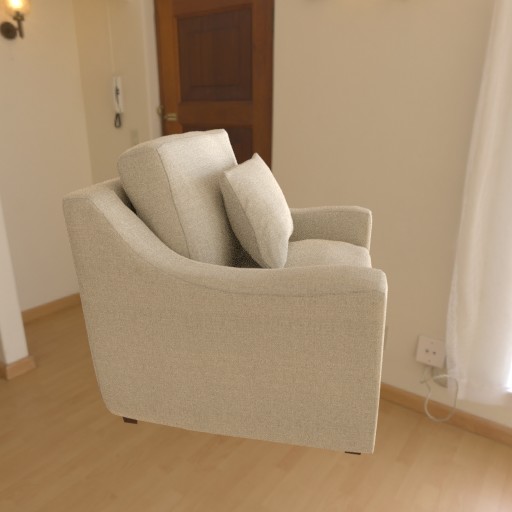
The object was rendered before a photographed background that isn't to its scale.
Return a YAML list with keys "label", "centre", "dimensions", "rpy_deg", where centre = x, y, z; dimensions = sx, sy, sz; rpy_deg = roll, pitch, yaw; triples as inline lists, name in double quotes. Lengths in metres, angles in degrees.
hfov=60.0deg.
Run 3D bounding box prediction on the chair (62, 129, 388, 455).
- label: "chair"
  centre: [0.000, 0.000, 1.890]
  dimensions: [1.009, 1.016, 1.178]
  rpy_deg: [3, 18, 11]
